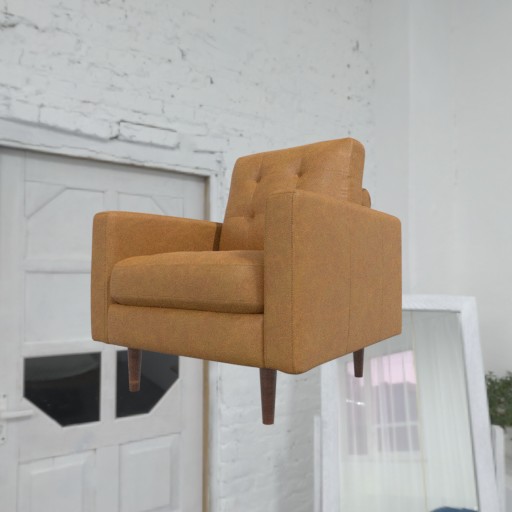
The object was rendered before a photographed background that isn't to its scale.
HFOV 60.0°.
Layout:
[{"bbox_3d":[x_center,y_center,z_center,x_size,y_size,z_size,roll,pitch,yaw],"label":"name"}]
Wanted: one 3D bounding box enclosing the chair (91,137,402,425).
[{"bbox_3d":[0.000,0.000,1.590,0.831,0.896,0.868,-1,-2,35],"label":"chair"}]
